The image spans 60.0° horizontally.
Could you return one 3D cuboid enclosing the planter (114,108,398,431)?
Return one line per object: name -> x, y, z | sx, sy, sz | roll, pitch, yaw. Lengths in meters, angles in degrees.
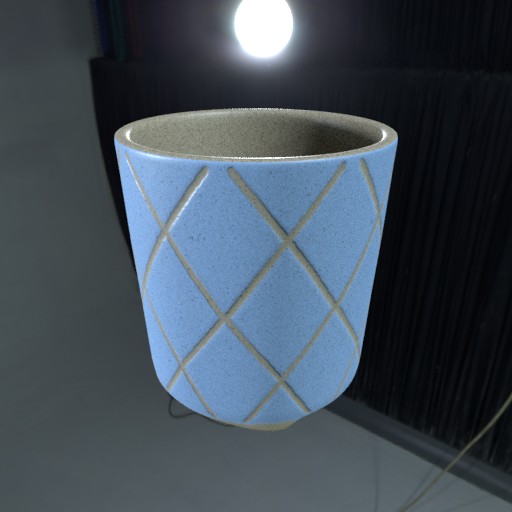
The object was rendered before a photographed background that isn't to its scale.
planter -> 0.000, 0.000, 0.353 | 0.191, 0.200, 0.191 | 0, 26, 0
